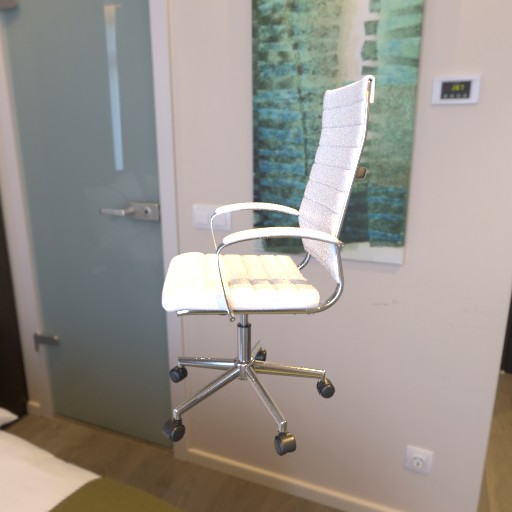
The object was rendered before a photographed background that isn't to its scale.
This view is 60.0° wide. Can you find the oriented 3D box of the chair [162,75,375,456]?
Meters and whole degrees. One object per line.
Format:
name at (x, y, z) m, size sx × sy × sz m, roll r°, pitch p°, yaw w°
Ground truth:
chair at (0.000, 0.000, 1.565) m, size 0.679 × 1.149 × 0.679 m, roll -2°, pitch 15°, yaw -7°
